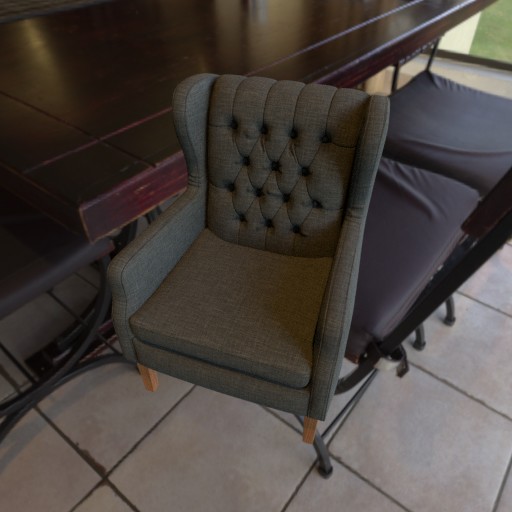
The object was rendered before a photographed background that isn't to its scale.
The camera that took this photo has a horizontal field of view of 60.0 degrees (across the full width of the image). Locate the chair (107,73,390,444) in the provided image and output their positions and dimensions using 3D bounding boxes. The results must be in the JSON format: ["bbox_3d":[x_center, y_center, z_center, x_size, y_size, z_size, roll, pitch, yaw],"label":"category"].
[{"bbox_3d":[0.000,0.000,1.490,0.711,0.953,0.775,13,43,14],"label":"chair"}]
